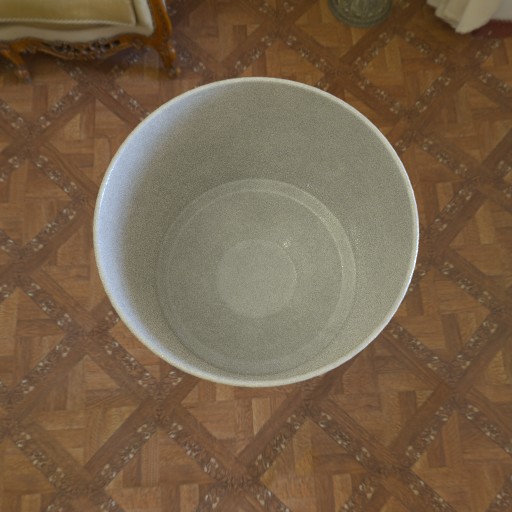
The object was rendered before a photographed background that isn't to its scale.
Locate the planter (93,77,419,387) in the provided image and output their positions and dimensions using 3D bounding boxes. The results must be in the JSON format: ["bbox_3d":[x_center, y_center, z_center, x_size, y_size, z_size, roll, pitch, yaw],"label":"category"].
[{"bbox_3d":[0.000,0.000,0.455,0.250,0.239,0.250,0,76,0],"label":"planter"}]
